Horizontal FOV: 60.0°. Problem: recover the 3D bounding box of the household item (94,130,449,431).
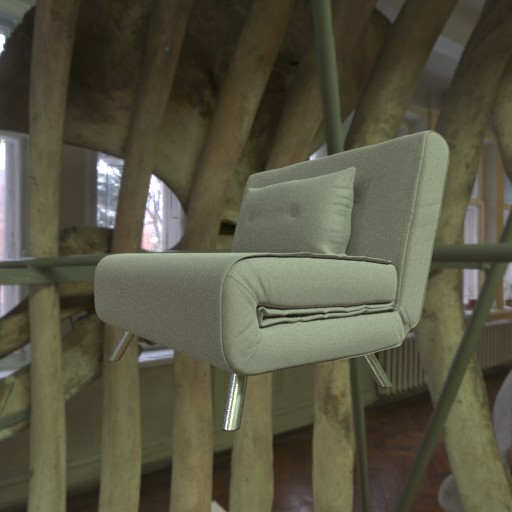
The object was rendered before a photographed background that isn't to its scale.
[{"bbox_3d":[0.000,0.000,1.591,0.874,0.800,1.000,0,0,-36],"label":"household item"}]
